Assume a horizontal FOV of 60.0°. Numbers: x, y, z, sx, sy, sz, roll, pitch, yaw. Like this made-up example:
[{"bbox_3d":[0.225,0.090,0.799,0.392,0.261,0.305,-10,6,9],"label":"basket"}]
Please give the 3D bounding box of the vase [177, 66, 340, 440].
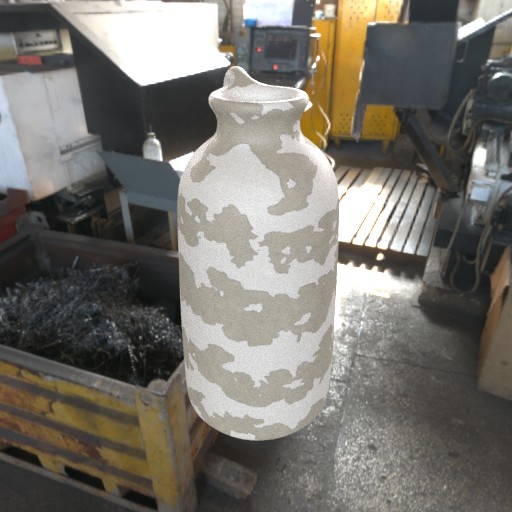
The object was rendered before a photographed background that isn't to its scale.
[{"bbox_3d":[0.000,0.000,0.501,0.186,0.382,0.203,-9,31,-16],"label":"vase"}]
